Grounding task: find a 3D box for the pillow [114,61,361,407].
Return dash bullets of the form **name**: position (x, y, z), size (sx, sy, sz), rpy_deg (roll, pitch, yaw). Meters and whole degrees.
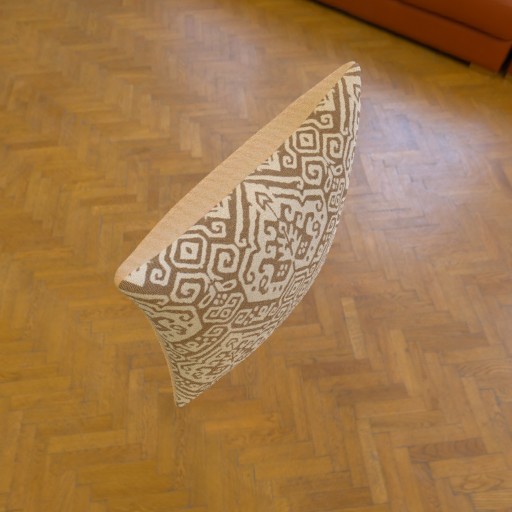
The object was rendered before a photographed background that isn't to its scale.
- **pillow**: position (0.000, 0.000, 0.645), size (0.173, 0.407, 0.419), rpy_deg (33, 63, 19)
